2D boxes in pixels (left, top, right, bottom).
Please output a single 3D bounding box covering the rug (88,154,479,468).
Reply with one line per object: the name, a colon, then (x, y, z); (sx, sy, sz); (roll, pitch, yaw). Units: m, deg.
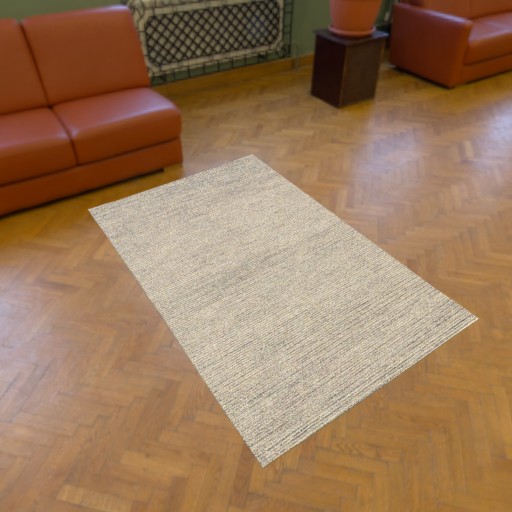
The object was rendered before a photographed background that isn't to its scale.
rug: (0.000, 0.000, 2.270); (1.162, 0.022, 1.804); (-24, 47, -25)
